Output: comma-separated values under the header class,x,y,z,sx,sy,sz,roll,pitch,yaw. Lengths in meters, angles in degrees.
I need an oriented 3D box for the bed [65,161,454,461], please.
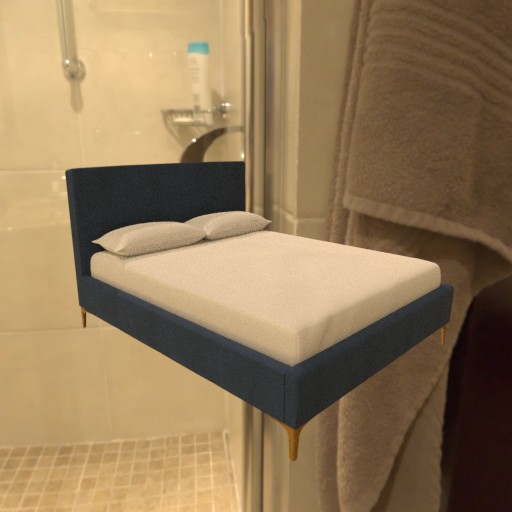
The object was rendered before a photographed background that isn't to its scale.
class,x,y,z,sx,sy,sz,roll,pitch,yaw
bed,0.000,0.000,3.161,2.172,1.231,1.723,14,20,43
